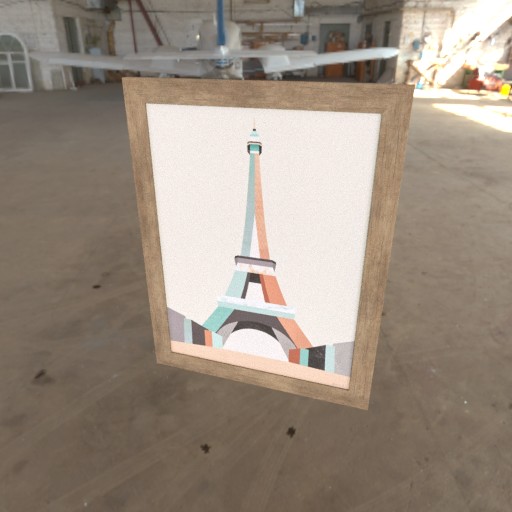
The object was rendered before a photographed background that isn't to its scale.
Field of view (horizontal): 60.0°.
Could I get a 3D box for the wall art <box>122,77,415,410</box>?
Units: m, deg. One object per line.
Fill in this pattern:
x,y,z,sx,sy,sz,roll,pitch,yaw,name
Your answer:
0.000,0.000,0.930,0.534,0.686,0.018,8,27,16,wall art
